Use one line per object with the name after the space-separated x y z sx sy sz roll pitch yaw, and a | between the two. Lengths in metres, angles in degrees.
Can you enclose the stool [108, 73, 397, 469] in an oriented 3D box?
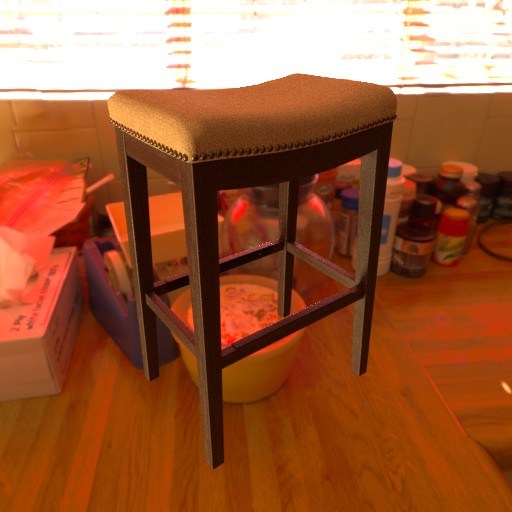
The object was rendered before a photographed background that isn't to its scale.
0.000 0.000 1.059 0.509 0.768 0.363 -20 35 -31 | stool
